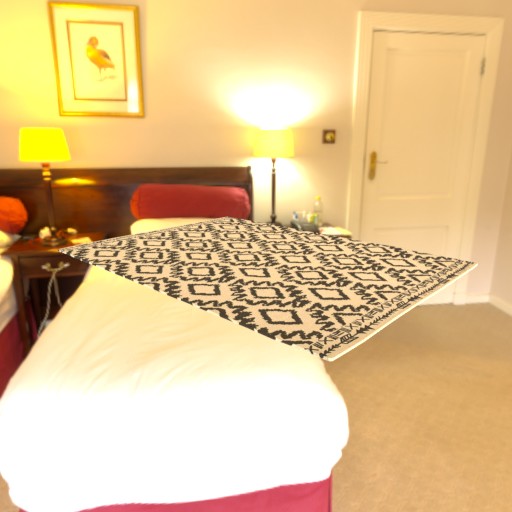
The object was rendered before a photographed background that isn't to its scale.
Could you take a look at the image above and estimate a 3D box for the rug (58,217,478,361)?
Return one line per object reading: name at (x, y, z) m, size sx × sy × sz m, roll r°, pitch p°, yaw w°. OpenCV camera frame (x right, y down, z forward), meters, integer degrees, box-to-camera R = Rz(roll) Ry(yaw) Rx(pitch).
rug at (0.000, 0.000, 4.327) m, size 3.369 × 0.036 × 2.444 m, roll 14°, pitch 21°, yaw 41°
